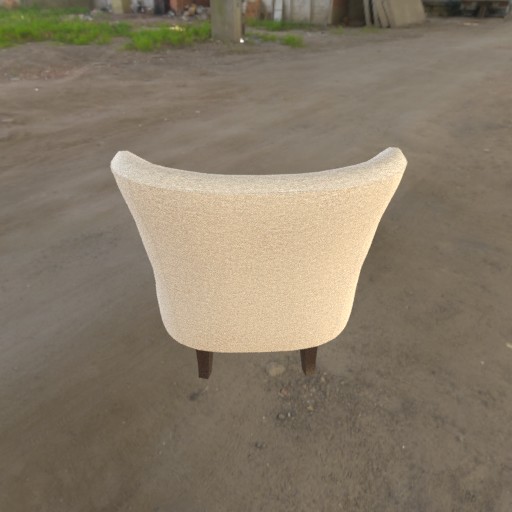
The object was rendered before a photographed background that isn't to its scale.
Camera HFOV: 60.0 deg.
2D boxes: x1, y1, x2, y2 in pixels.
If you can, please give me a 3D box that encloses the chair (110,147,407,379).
[{"bbox_3d":[0.000,0.000,1.767,0.861,1.064,0.984,-1,32,-2],"label":"chair"}]
